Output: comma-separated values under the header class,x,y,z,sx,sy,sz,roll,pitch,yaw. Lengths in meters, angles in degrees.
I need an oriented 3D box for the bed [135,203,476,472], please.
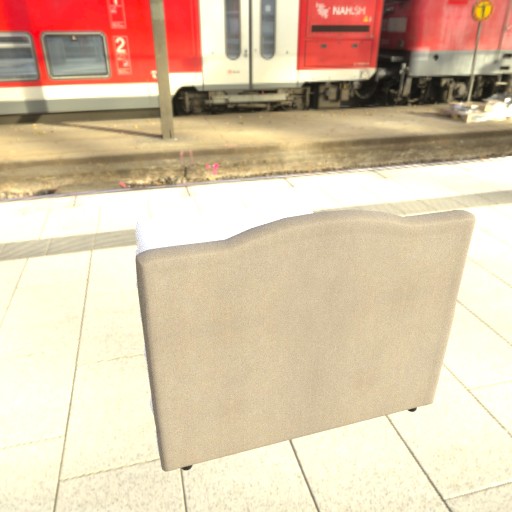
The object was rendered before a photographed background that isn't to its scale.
class,x,y,z,sx,sy,sz,roll,pitch,yaw
bed,0.000,0.000,3.198,1.744,1.441,2.128,-8,29,-15
